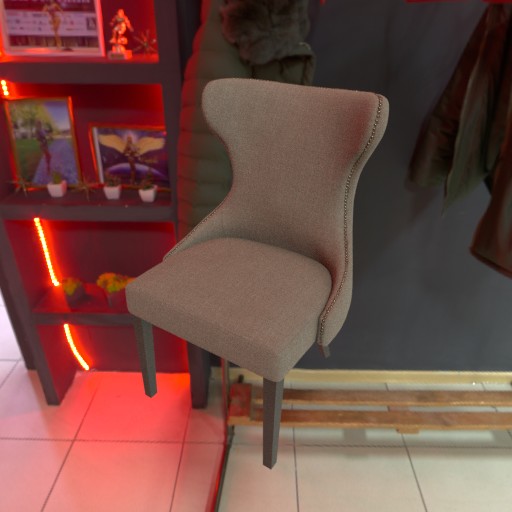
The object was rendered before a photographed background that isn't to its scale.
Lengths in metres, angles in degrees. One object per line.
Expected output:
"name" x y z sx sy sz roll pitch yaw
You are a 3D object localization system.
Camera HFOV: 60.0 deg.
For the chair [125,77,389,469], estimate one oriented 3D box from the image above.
"chair" 0.000 0.000 1.388 0.628 0.967 0.635 18 34 29
